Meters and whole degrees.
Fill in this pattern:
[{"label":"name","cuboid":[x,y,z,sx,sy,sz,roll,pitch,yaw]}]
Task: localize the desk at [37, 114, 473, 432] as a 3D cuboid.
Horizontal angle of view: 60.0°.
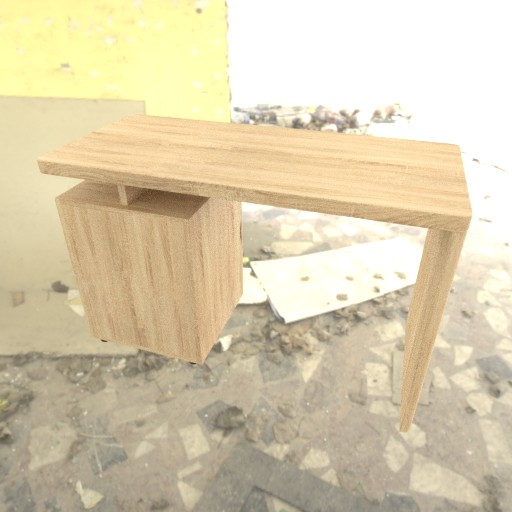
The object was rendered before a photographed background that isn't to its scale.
[{"label":"desk","cuboid":[0.000,0.000,1.566,1.200,0.760,0.550,10,34,15]}]
